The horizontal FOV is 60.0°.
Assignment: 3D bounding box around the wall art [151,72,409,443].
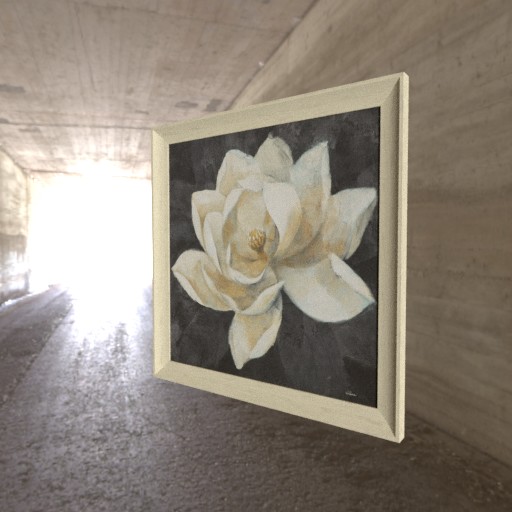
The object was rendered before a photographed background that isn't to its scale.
[{"bbox_3d":[0.000,0.000,1.528,1.016,1.016,0.045,2,3,36],"label":"wall art"}]
